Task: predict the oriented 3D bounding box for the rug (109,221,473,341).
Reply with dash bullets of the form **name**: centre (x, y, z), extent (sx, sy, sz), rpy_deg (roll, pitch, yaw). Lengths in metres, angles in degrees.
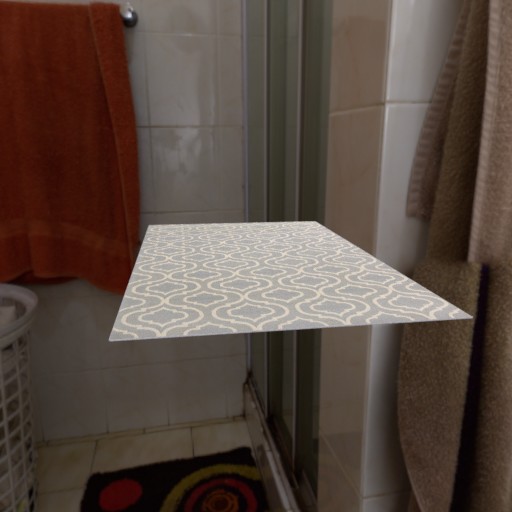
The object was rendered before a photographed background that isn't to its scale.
- **rug**: centre (0.000, 0.000, 2.182), extent (1.141, 0.015, 1.749), rpy_deg (-2, 15, -9)
